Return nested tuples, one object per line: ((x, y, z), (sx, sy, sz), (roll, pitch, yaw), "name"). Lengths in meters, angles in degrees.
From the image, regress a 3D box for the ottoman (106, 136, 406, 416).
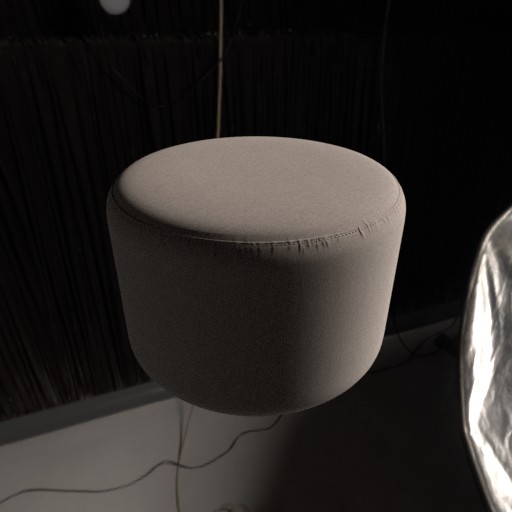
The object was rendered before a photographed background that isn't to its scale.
((0.000, 0.000, 1.009), (0.608, 0.433, 0.608), (0, 30, 0), "ottoman")
